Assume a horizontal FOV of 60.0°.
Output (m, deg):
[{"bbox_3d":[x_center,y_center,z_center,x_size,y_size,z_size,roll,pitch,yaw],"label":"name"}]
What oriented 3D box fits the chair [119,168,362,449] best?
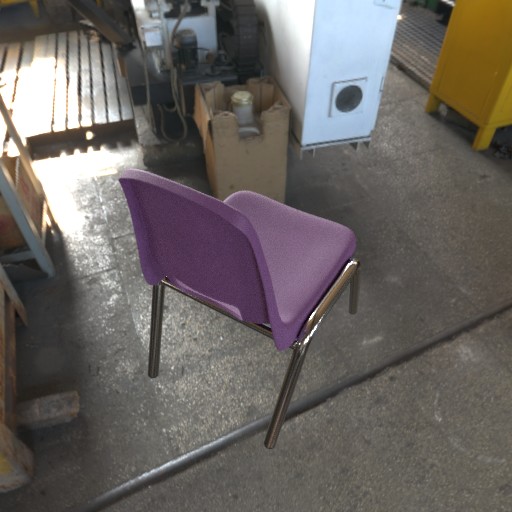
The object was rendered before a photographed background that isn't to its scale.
[{"bbox_3d":[0.000,0.000,0.854,0.356,0.584,0.419,23,51,21],"label":"chair"}]
